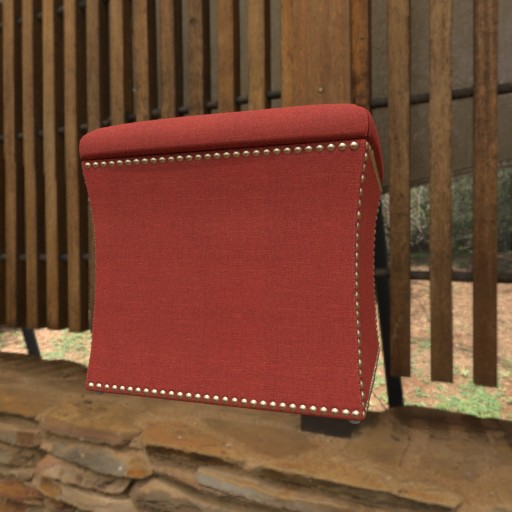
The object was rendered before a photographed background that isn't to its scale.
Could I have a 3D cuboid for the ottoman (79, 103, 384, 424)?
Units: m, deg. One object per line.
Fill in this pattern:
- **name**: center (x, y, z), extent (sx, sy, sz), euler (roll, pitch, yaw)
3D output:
- **ottoman**: center (0.000, 0.000, 0.904), extent (0.497, 0.475, 0.507), euler (0, 0, 18)
